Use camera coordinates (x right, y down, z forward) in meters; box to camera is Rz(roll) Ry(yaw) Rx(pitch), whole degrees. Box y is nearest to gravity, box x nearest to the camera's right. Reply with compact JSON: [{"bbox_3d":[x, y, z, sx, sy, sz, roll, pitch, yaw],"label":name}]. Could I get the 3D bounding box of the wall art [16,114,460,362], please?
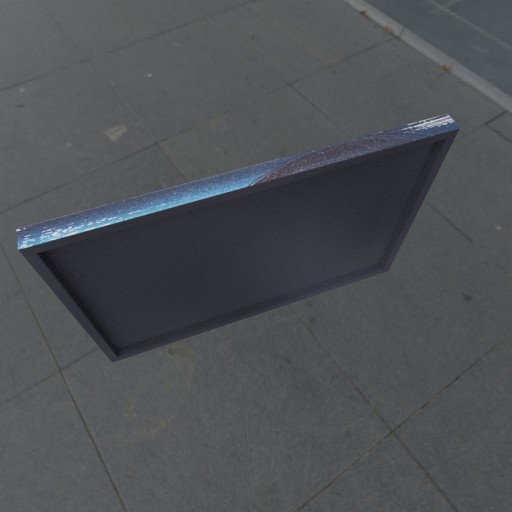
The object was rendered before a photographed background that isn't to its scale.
[{"bbox_3d":[0.000,0.000,0.757,0.609,0.406,0.033,-17,59,-10],"label":"wall art"}]
